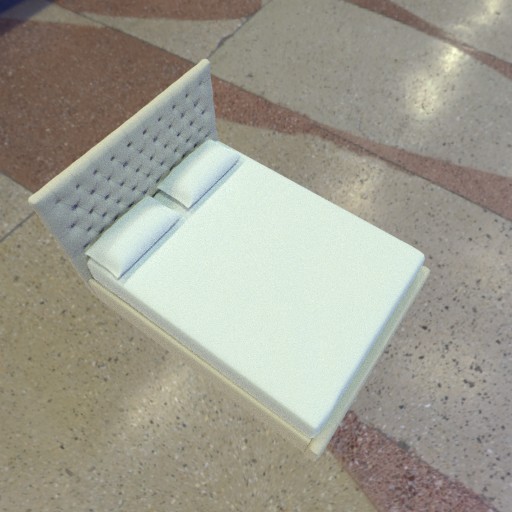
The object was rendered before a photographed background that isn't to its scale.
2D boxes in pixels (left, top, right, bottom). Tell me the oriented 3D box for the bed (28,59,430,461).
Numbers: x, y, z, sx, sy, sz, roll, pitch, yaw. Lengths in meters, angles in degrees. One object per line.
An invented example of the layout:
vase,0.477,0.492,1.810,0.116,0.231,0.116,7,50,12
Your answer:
bed,0.000,0.000,3.274,2.233,1.426,1.696,32,64,18
